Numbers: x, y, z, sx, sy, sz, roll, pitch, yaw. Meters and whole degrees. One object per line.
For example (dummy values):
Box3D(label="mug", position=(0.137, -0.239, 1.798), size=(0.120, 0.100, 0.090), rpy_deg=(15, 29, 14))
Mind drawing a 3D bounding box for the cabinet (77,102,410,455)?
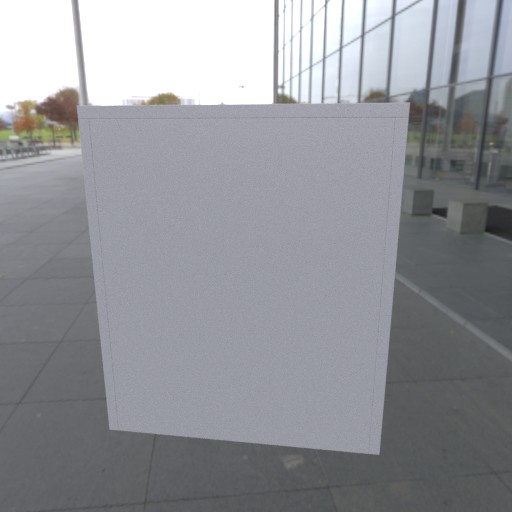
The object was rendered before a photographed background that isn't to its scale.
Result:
Box3D(label="cabinet", position=(0.000, 0.000, 0.759), size=(0.400, 0.470, 0.360), rpy_deg=(2, 15, 8))
